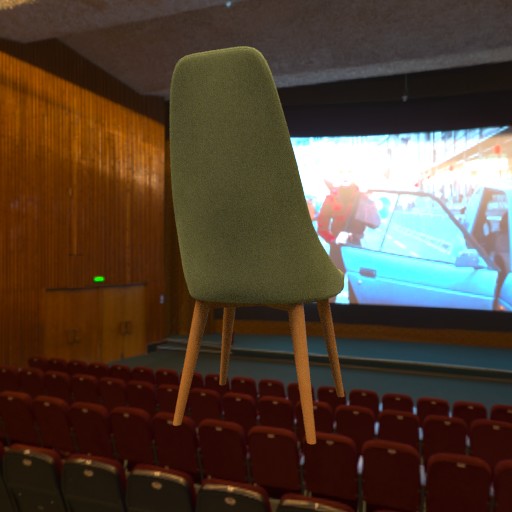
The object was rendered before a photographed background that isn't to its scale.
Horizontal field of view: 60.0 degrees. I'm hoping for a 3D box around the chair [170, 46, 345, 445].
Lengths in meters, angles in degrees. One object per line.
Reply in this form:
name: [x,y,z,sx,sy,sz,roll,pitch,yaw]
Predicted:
chair: [0.000,0.000,1.419,0.510,1.040,0.660,0,0,18]
